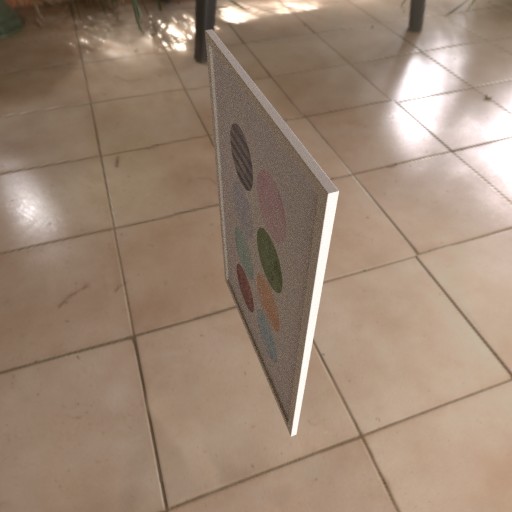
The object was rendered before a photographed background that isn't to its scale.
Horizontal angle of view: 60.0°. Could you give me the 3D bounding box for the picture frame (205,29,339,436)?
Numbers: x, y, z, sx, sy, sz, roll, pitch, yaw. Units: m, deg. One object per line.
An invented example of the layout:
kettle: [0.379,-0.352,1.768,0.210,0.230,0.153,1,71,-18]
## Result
picture frame: [0.000,0.000,0.842,0.013,0.657,0.457,-15,49,-14]
